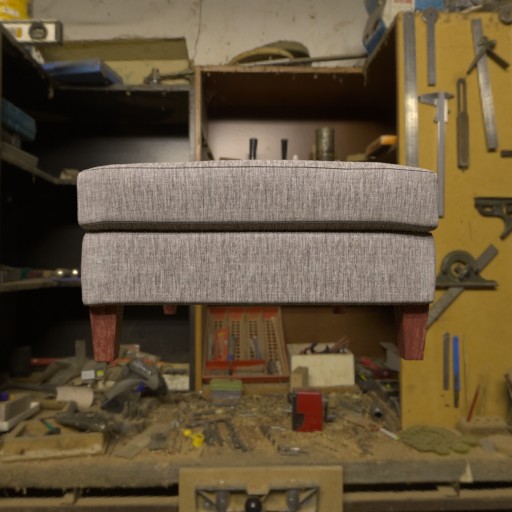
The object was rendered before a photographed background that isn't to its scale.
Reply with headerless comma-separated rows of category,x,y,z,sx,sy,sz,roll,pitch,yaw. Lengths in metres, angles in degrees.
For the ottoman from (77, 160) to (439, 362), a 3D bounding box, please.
ottoman,0.000,0.000,1.475,0.839,0.492,0.994,0,0,-1
